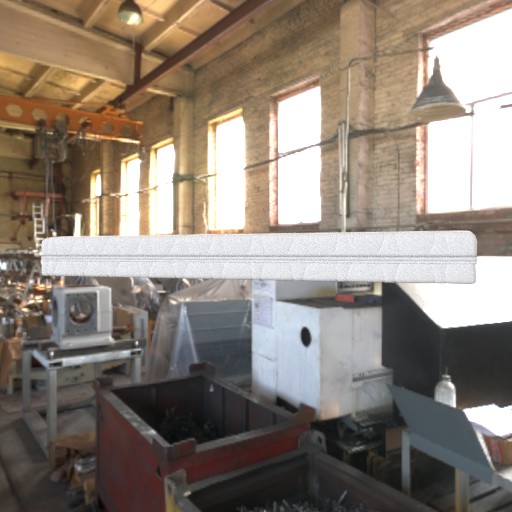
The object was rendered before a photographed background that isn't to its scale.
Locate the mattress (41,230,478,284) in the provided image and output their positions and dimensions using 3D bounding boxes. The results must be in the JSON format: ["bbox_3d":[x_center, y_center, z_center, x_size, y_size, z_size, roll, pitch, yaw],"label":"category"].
[{"bbox_3d":[0.000,0.000,2.353,2.000,0.200,0.900,0,0,18],"label":"mattress"}]
